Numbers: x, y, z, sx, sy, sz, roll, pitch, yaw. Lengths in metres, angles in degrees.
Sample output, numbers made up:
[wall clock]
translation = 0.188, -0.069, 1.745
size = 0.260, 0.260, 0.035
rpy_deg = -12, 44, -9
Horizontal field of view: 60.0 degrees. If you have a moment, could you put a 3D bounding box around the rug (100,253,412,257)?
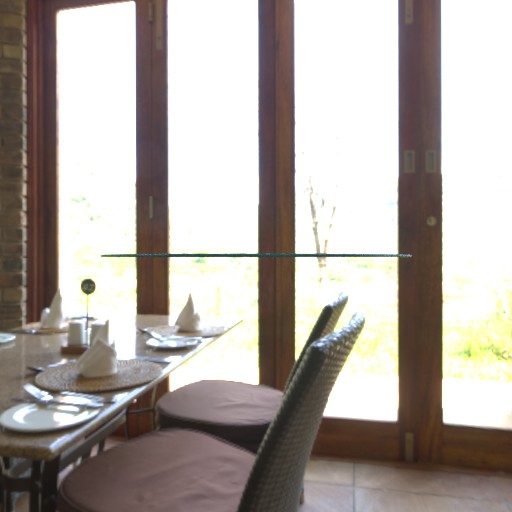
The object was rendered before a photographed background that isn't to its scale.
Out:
[rug]
translation = 0.000, 0.000, 2.400
size = 1.593, 0.012, 1.593
rpy_deg = 0, 0, 0
